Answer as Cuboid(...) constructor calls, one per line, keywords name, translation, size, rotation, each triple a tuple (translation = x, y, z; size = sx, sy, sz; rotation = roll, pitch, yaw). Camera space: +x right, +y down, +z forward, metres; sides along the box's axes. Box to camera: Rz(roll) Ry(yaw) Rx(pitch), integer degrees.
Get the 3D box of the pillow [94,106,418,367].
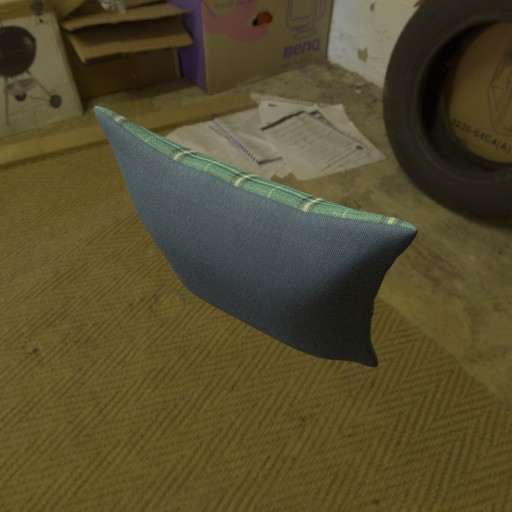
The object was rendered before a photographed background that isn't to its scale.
Cuboid(name="pillow", translation=(0.000, 0.000, 0.704), size=(0.453, 0.430, 0.200), rotation=(25, 51, 22))
